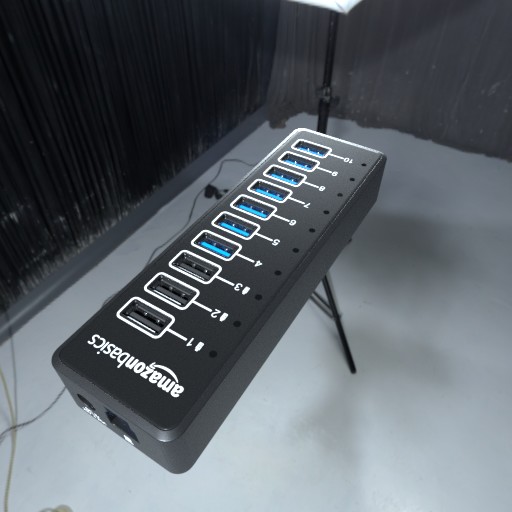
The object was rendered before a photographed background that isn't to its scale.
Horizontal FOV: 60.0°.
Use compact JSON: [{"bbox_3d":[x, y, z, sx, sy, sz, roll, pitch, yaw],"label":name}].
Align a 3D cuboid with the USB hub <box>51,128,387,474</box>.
[{"bbox_3d":[0.000,0.000,0.161,0.044,0.023,0.145,24,50,22],"label":"USB hub"}]
